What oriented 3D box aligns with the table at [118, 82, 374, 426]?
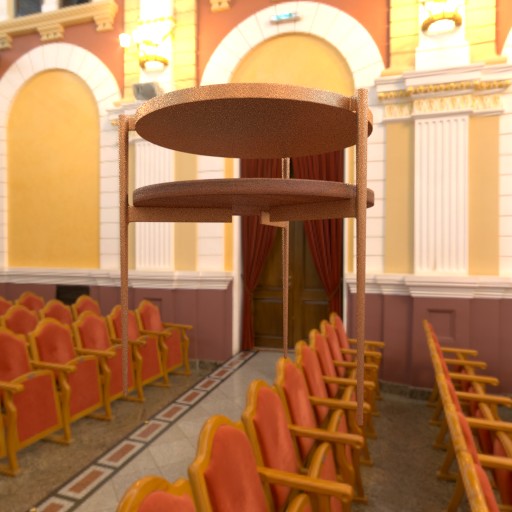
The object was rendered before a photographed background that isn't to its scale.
[{"bbox_3d":[0.000,0.000,0.832,0.430,0.493,0.456,0,1,19],"label":"table"}]
